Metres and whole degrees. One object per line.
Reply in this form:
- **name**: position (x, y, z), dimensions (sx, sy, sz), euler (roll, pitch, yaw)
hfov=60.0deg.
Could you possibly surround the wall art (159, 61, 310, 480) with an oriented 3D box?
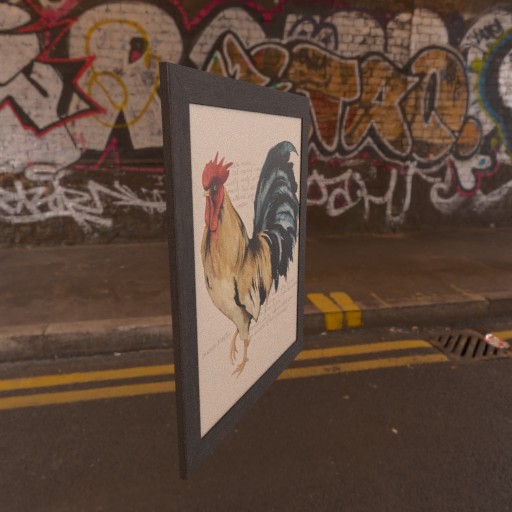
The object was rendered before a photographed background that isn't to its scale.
- **wall art**: position (0.000, 0.000, 0.787), dimensions (0.013, 0.570, 0.476), euler (7, 16, 26)
